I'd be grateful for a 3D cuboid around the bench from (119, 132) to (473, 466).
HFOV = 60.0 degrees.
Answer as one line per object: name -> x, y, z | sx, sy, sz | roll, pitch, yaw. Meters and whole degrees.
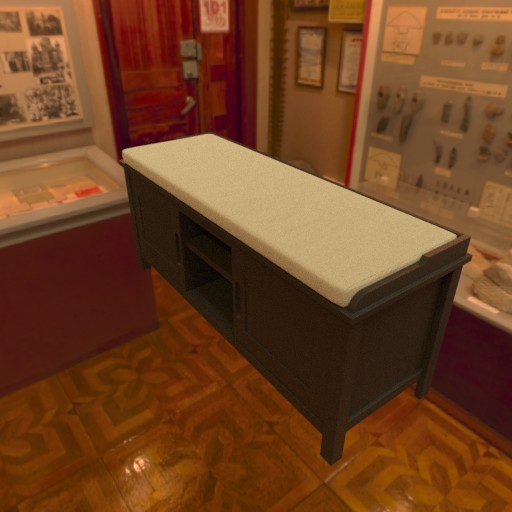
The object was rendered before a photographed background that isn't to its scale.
bench -> 0.000, 0.000, 1.415 | 0.398, 0.501, 1.140 | -20, 36, -31
